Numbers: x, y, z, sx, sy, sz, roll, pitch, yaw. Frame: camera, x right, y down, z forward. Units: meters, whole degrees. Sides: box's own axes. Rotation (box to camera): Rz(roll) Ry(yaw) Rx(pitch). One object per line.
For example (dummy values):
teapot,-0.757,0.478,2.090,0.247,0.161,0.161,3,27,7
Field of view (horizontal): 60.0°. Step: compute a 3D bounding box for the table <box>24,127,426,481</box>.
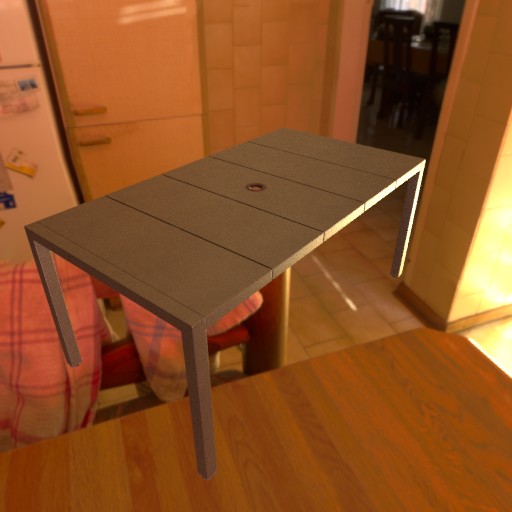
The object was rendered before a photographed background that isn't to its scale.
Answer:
table,0.000,0.000,2.186,0.914,0.735,1.680,23,39,32
